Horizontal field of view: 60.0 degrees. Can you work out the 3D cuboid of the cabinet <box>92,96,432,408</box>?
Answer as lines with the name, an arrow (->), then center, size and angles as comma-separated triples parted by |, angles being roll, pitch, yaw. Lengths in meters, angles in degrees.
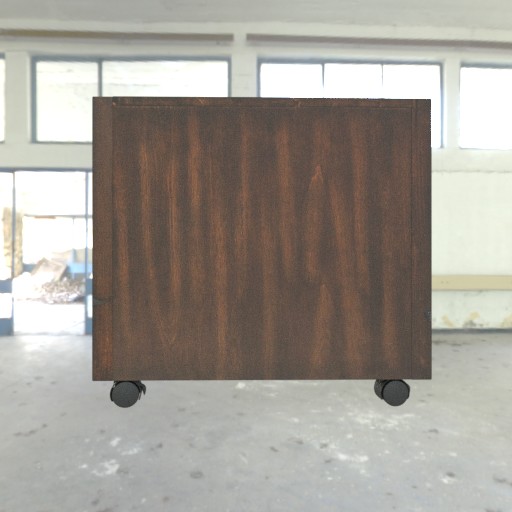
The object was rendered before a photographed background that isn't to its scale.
cabinet -> 0.000, 0.000, 0.835 | 0.500, 0.455, 0.402 | 0, 0, -1
